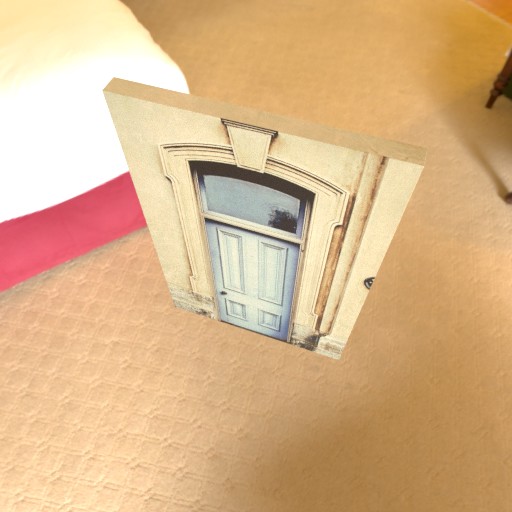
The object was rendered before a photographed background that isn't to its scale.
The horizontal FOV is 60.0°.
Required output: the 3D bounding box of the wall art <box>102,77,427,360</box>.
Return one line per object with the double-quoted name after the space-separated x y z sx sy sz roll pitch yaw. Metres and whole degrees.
0.000 0.000 0.991 0.508 0.764 0.038 16 58 10 "wall art"
